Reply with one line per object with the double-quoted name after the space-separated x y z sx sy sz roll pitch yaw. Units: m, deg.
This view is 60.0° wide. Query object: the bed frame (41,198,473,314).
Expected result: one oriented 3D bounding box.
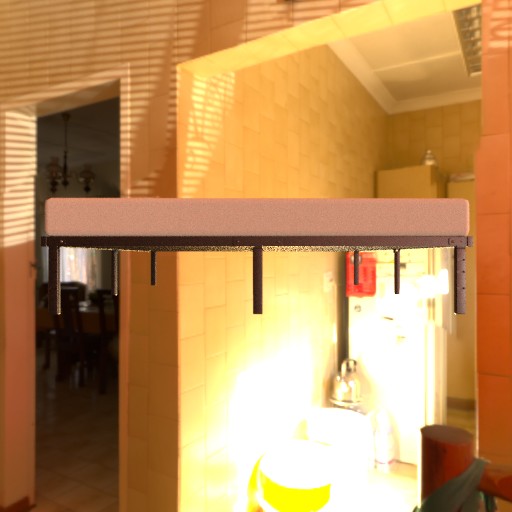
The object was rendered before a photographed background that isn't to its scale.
0.000 0.000 3.884 2.526 0.680 2.635 0 0 0 "bed frame"
